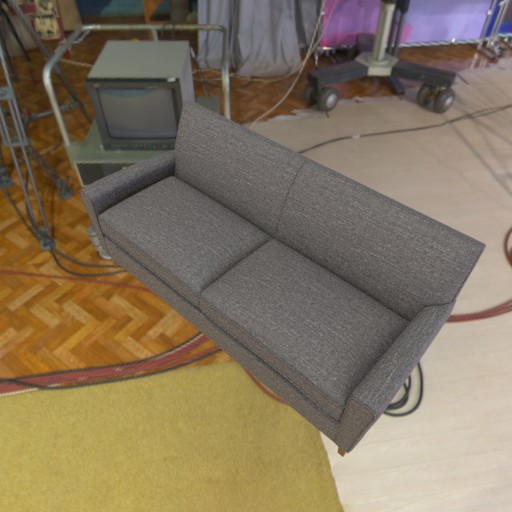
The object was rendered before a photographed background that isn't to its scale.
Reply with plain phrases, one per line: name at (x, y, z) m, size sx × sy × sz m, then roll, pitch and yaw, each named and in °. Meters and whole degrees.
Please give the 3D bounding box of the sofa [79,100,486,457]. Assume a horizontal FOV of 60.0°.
sofa at (0.000, 0.000, 2.424) m, size 1.976 × 0.846 × 0.875 m, roll 33°, pitch 55°, yaw 27°
